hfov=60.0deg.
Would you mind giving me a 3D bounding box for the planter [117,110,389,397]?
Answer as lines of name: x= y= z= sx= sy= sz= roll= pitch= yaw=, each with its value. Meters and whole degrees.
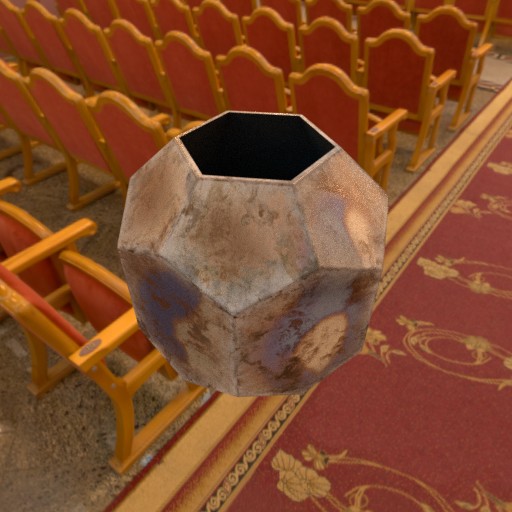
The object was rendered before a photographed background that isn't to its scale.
planter: x=0.000 y=0.000 z=0.427 sx=0.243 sy=0.238 sz=0.221 roll=27 pitch=48 yaw=27
